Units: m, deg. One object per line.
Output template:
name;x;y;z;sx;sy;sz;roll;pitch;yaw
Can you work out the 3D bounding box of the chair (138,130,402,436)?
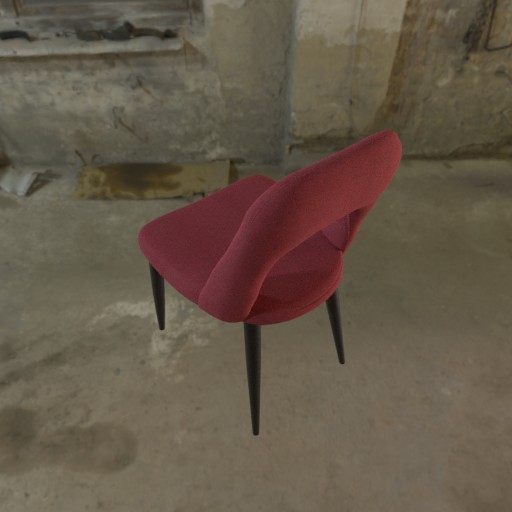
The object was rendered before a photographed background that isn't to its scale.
chair;0.000;0.000;1.222;0.483;0.892;0.569;-30;52;-27
